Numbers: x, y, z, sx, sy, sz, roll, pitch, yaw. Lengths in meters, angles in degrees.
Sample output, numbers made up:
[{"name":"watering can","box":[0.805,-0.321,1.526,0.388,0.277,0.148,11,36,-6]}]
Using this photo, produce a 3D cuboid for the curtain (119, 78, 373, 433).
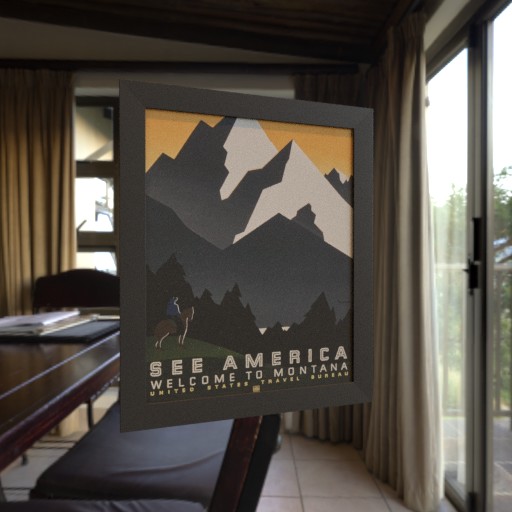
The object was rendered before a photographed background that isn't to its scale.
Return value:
[{"name":"curtain","box":[0.000,0.000,0.821,0.483,0.585,0.027,0,0,-19]}]
